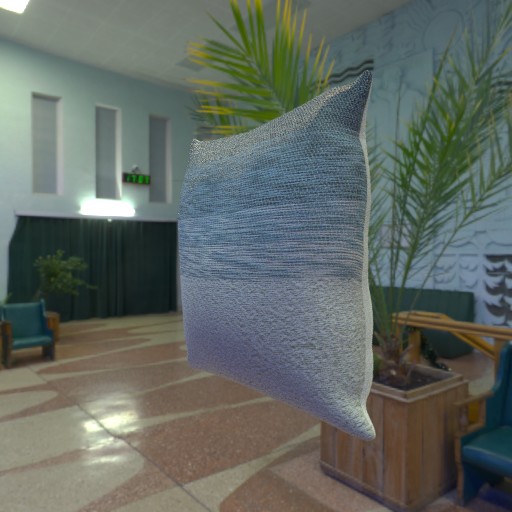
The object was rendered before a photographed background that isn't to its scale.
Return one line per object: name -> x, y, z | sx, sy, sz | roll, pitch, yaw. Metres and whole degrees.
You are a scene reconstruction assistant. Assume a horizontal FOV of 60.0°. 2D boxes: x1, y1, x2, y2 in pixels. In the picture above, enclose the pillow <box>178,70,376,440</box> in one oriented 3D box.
pillow -> 0.000, 0.000, 0.680 | 0.182, 0.441, 0.440 | 0, 1, -36
